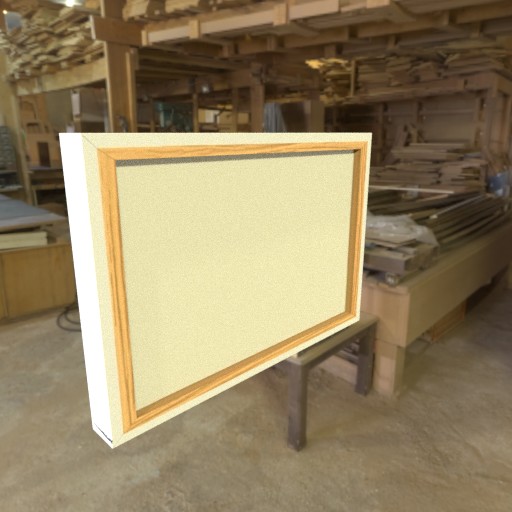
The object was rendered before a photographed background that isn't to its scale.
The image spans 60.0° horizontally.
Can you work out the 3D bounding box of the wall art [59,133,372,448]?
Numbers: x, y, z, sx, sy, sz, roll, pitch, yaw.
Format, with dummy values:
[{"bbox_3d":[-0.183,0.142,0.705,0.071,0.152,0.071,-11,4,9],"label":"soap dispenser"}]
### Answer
[{"bbox_3d":[0.000,0.000,0.485,0.381,0.259,0.038,-15,21,-43],"label":"wall art"}]
